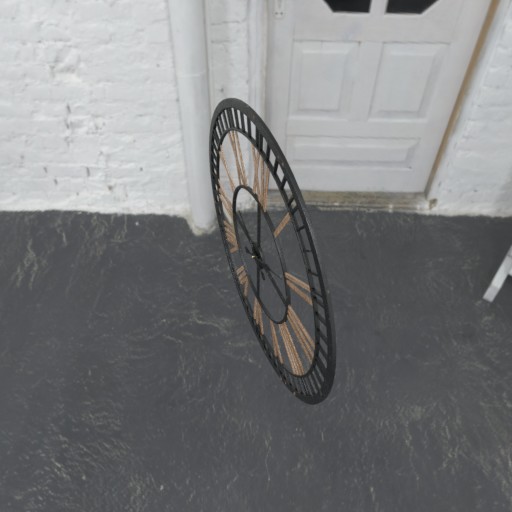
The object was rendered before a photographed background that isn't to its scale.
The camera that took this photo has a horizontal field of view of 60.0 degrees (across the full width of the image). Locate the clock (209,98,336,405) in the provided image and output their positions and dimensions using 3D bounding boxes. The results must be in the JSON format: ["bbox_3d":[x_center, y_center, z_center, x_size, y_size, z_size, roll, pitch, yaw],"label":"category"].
[{"bbox_3d":[0.000,0.000,1.240,0.025,0.843,0.843,-17,49,-15],"label":"clock"}]
